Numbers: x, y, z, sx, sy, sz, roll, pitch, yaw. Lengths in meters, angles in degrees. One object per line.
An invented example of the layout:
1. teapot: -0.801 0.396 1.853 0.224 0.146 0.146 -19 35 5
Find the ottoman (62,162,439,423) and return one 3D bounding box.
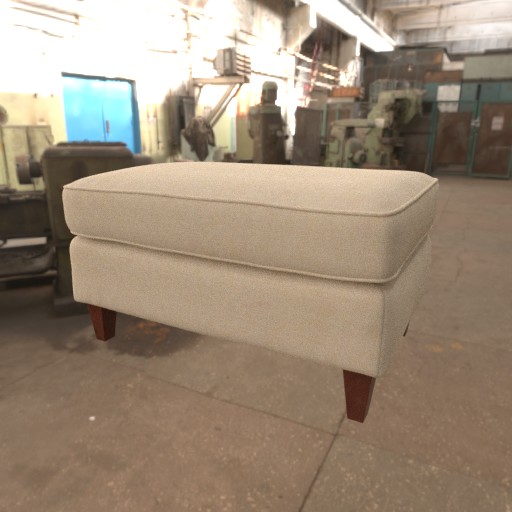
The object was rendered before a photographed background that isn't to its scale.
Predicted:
1. ottoman: 0.000 0.000 1.225 0.862 0.484 0.583 9 19 28
